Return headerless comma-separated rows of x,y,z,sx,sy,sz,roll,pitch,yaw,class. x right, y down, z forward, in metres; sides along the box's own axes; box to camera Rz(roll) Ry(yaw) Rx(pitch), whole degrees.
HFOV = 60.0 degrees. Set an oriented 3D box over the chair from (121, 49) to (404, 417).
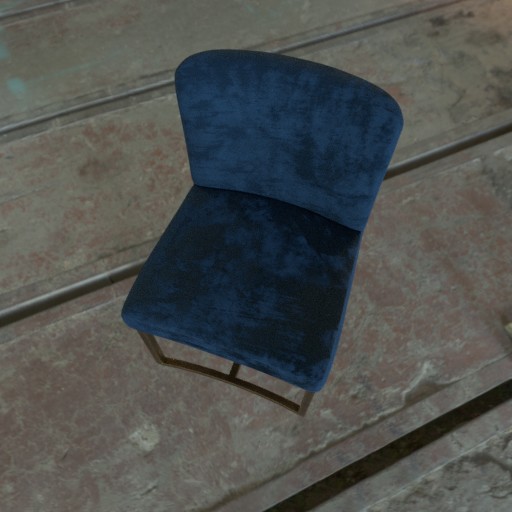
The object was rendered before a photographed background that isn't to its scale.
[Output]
0.000,0.000,1.165,0.530,0.824,0.560,17,60,10,chair
